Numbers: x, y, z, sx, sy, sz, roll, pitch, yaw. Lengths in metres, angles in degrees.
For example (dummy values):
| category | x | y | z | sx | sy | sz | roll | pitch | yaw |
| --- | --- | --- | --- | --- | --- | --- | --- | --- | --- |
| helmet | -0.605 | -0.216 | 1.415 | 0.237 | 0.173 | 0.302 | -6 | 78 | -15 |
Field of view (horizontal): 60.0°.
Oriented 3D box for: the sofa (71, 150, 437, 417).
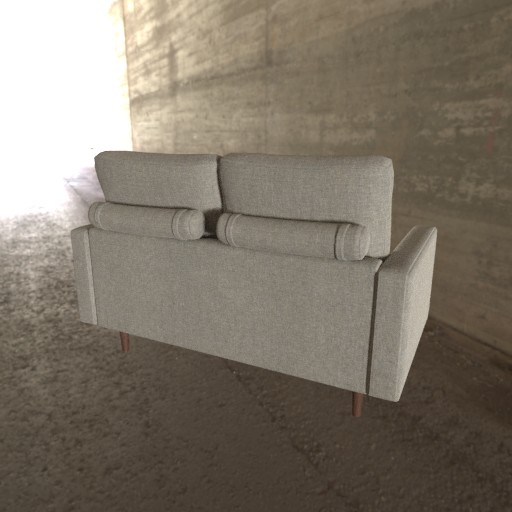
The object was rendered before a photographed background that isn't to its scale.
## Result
| category | x | y | z | sx | sy | sz | roll | pitch | yaw |
| --- | --- | --- | --- | --- | --- | --- | --- | --- | --- |
| sofa | 0.000 | 0.000 | 1.953 | 1.407 | 0.907 | 0.842 | 8 | 17 | 26 |
